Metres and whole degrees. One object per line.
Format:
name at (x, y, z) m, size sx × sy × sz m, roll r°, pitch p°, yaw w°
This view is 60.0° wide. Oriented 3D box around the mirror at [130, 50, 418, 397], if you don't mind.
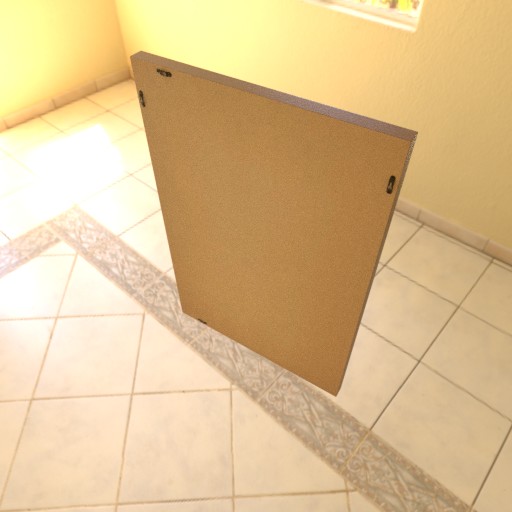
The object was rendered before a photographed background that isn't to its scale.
mirror at (0.000, 0.000, 1.166) m, size 0.609 × 0.915 × 0.040 m, roll 25°, pitch 52°, yaw 21°
